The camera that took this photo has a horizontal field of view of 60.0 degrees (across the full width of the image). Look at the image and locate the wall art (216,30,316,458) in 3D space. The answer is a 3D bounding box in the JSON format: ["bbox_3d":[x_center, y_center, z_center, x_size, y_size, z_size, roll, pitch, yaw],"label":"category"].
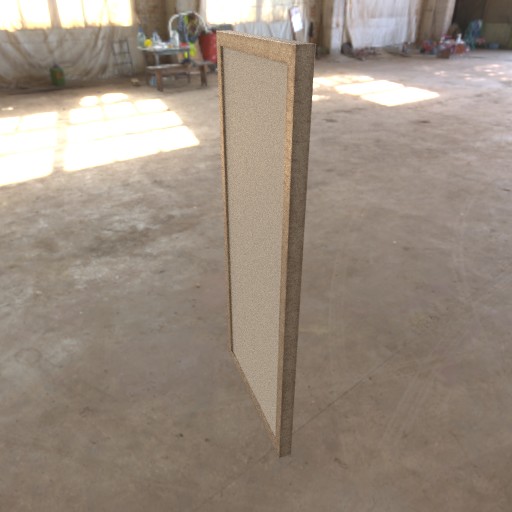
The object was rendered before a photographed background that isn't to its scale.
[{"bbox_3d":[0.000,0.000,1.640,0.051,1.461,0.648,-11,31,-18],"label":"wall art"}]
